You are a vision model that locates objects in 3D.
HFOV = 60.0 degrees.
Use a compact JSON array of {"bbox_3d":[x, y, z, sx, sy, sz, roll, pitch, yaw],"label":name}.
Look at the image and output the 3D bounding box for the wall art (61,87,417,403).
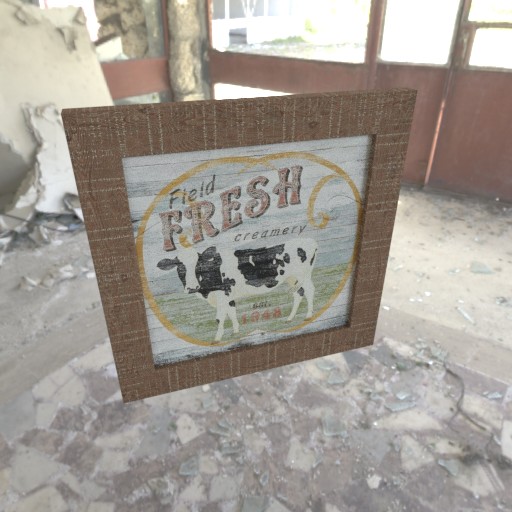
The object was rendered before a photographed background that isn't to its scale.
[{"bbox_3d":[0.000,0.000,0.780,0.531,0.531,0.029,-9,32,-15],"label":"wall art"}]
